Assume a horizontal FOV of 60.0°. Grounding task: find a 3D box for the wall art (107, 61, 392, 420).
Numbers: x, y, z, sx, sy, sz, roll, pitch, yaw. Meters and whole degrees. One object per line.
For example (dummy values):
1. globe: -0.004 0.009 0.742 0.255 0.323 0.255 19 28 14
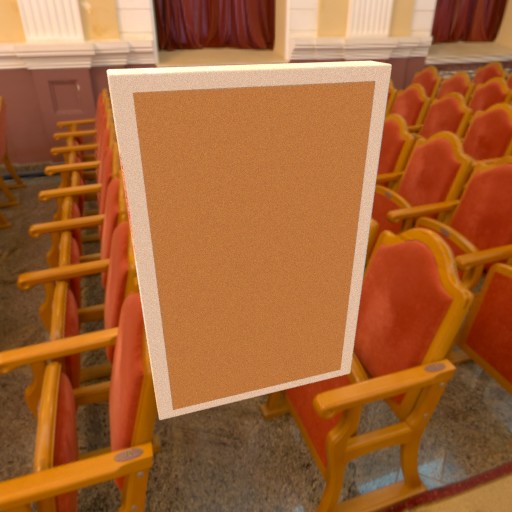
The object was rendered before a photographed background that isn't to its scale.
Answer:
1. wall art: 0.000 0.000 0.480 0.251 0.380 0.039 -9 30 -16
